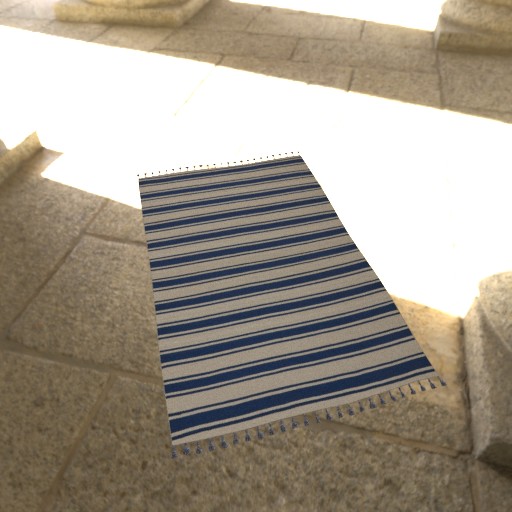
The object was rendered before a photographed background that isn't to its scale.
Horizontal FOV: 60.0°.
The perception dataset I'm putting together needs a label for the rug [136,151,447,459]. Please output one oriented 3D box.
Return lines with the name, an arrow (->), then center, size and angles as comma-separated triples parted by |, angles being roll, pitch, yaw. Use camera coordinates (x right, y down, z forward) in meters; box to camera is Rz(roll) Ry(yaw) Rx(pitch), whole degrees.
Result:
rug -> 0.000, 0.000, 2.607 | 1.248, 0.009, 2.108 | -10, 45, -11
